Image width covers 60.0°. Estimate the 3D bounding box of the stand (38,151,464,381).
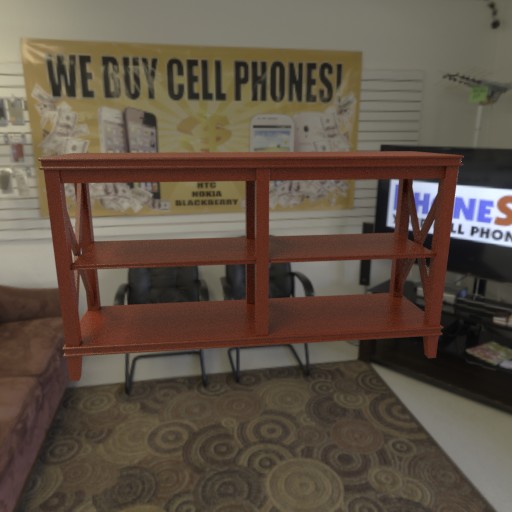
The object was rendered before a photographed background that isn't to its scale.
[{"bbox_3d":[0.000,0.000,1.700,1.372,0.762,0.381,-2,16,-7],"label":"stand"}]
